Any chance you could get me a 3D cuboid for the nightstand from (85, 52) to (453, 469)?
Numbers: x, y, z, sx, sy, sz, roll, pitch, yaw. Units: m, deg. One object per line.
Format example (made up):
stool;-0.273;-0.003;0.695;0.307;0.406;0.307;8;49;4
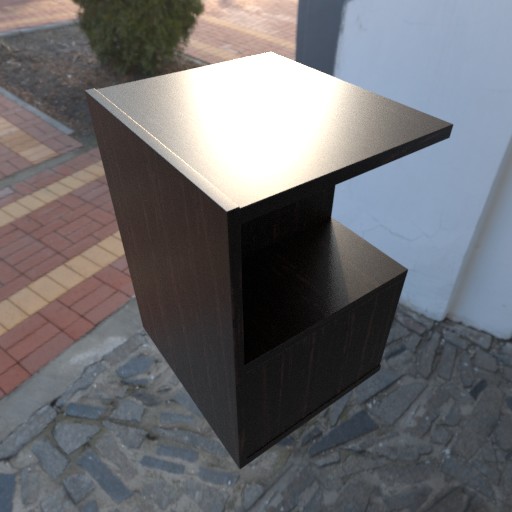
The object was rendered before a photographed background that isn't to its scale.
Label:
nightstand;0.000;0.000;0.808;0.356;0.559;0.400;-25;46;-26
